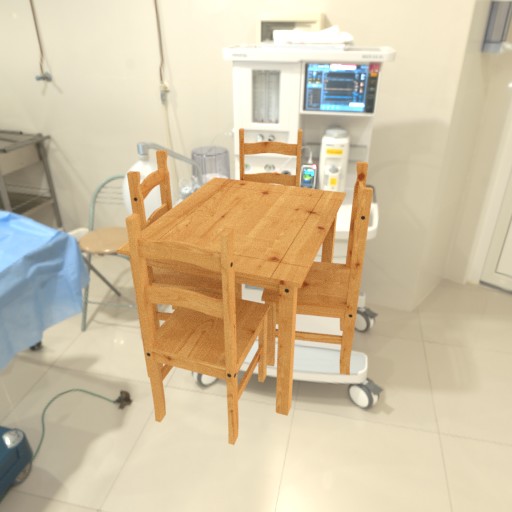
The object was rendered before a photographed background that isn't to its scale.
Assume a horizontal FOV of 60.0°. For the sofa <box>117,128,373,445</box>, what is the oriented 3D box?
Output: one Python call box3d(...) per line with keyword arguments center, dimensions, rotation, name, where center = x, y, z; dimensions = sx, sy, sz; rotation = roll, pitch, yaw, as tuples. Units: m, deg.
box3d(center=(0.000, 0.000, 2.343), dimensions=(1.144, 1.000, 1.529), rotation=(10, 30, 17), name="sofa")
